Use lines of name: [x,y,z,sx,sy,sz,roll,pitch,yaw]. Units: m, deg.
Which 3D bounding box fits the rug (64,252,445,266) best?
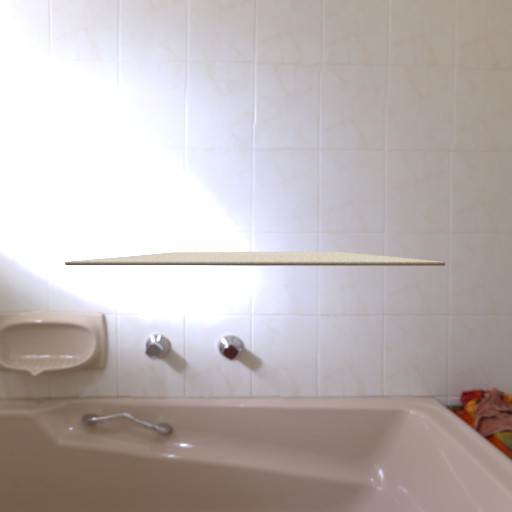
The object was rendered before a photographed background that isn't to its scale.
rug: [0.000,0.000,2.346,1.238,0.014,1.848,0,2,1]
